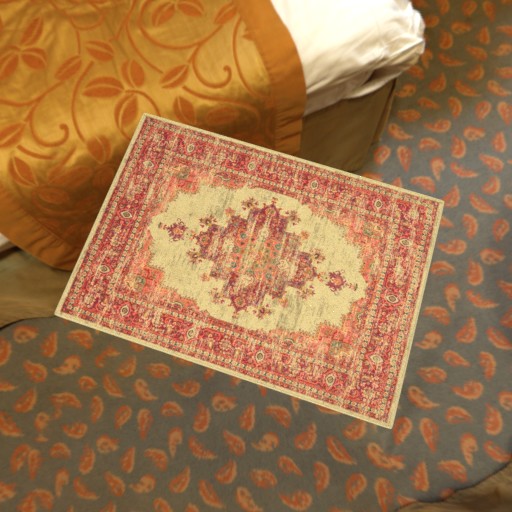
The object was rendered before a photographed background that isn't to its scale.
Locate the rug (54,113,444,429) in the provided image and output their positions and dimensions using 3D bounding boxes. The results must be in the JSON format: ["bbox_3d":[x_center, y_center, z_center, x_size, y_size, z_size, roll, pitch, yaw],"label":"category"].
[{"bbox_3d":[0.000,0.000,3.808,2.878,0.014,2.005,18,76,5],"label":"rug"}]
